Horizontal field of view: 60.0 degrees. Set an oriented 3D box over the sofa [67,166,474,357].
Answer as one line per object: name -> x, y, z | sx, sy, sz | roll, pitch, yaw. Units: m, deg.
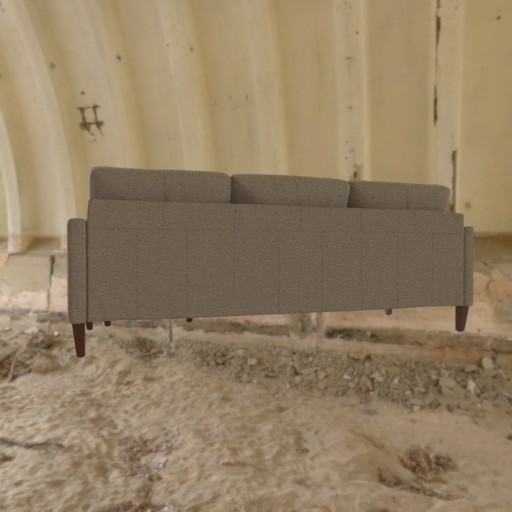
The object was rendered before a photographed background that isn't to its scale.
sofa -> 0.000, 0.000, 2.933 | 2.178, 0.875, 1.506 | 0, 1, -18
